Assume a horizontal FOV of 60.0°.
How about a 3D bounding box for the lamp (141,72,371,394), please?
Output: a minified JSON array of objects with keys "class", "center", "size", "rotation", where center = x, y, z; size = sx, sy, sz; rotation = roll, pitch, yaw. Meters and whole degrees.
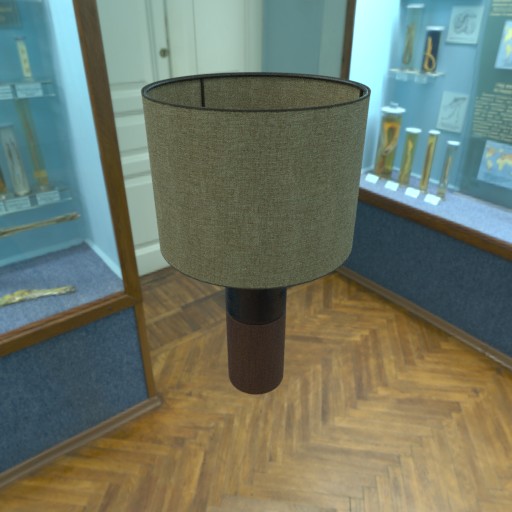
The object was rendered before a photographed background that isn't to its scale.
[{"class":"lamp","center":[0.000,0.000,0.484],"size":[0.202,0.350,0.202],"rotation":[0,29,0]}]
